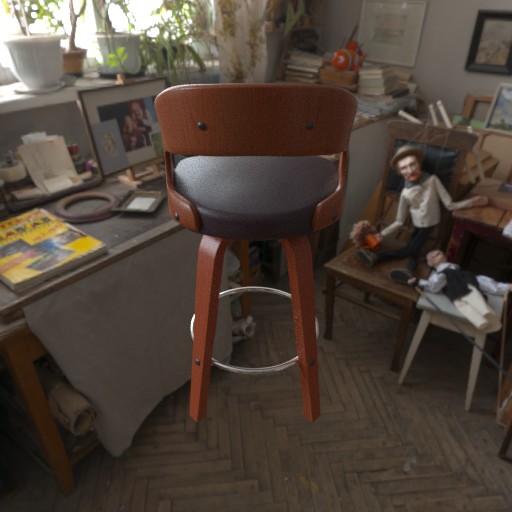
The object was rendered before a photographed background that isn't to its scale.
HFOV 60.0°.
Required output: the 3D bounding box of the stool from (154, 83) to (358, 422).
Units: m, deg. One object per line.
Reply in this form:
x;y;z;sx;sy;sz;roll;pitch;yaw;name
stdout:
0.000;0.000;1.168;0.457;0.940;0.457;0;31;0;stool
